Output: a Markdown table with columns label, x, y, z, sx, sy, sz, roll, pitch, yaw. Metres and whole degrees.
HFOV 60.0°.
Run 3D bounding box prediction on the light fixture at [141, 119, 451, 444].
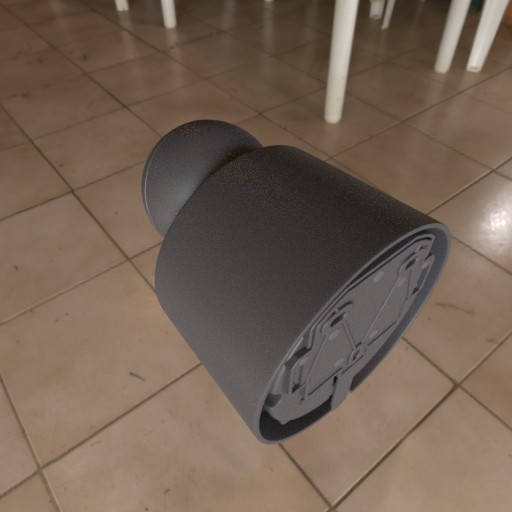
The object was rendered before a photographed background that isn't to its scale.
| label | x | y | z | sx | sy | sz | roll | pitch | yaw |
| --- | --- | --- | --- | --- | --- | --- | --- | --- | --- |
| light fixture | 0.000 | 0.000 | 0.261 | 0.134 | 0.143 | 0.160 | -31 | 54 | -26 |
